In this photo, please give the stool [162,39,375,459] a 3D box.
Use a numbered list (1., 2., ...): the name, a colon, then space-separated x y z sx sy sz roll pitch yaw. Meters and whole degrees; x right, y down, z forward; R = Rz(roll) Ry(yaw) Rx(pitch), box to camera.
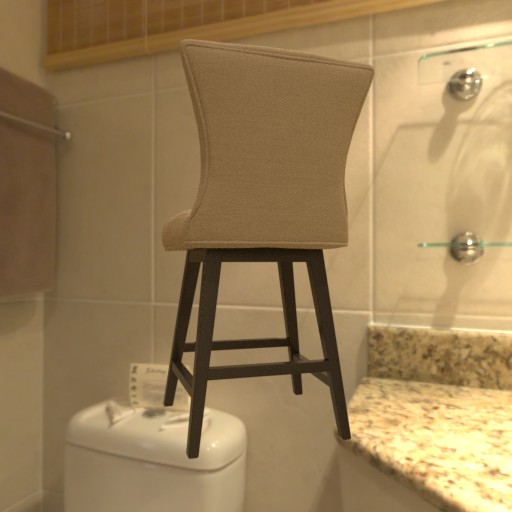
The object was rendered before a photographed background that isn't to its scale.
1. stool: 0.000 0.000 1.312 0.514 1.000 0.574 0 -1 -16
